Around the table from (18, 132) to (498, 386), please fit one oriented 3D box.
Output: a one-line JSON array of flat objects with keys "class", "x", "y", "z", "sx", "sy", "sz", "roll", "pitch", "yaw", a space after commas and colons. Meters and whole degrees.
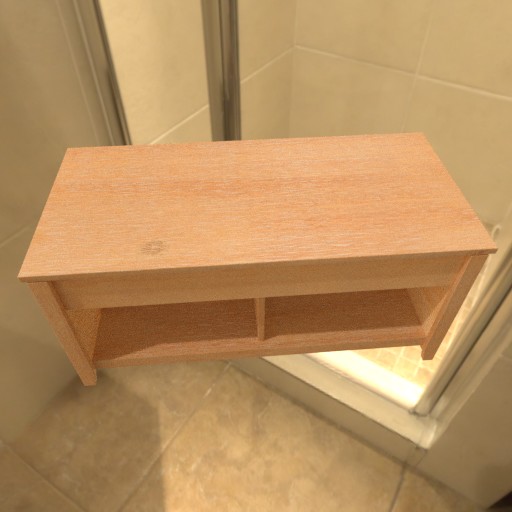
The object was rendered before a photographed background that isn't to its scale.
[{"class": "table", "x": 0.000, "y": 0.000, "z": 1.263, "sx": 1.016, "sy": 0.457, "sz": 0.483, "roll": -3, "pitch": 46, "yaw": -3}]
